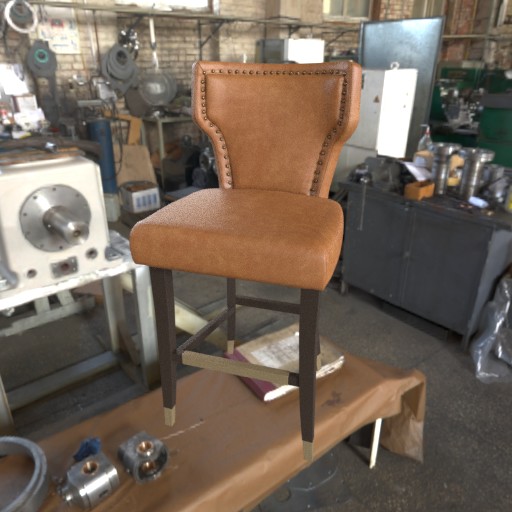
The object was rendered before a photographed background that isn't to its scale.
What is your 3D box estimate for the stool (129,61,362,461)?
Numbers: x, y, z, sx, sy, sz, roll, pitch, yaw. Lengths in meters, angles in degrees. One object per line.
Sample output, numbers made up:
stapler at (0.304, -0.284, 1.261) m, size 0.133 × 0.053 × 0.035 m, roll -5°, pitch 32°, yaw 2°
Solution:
stool at (0.000, 0.000, 1.354) m, size 0.526 × 1.092 × 0.563 m, roll 7°, pitch 25°, yaw 16°
